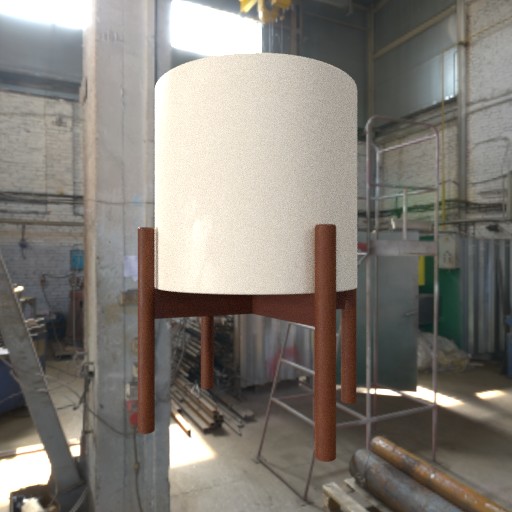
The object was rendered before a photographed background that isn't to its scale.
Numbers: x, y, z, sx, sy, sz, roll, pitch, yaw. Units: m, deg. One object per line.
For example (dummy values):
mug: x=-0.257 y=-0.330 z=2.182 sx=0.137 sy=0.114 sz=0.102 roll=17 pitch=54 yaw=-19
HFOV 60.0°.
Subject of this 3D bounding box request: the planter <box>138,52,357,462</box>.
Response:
planter: x=0.000 y=0.000 z=0.937 sx=0.417 sy=0.670 sz=0.417 roll=0 pitch=0 yaw=18
